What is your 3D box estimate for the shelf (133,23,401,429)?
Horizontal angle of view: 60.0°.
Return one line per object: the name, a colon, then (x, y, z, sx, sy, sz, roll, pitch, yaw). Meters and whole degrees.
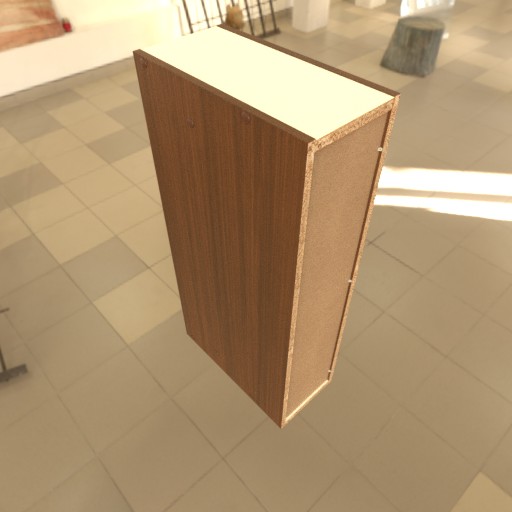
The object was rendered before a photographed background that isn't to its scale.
shelf: (0.000, 0.000, 0.717, 0.147, 0.600, 0.290, -34, 54, -29)
